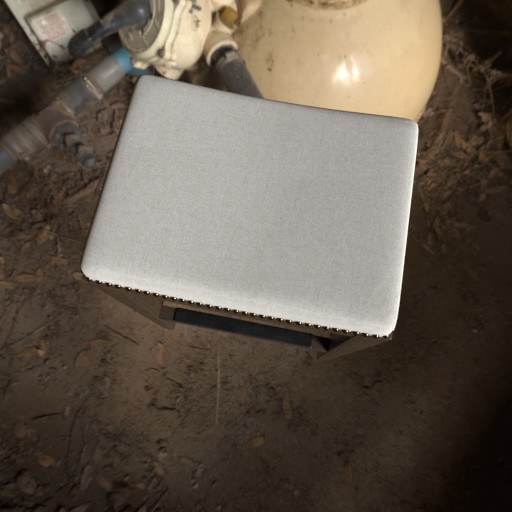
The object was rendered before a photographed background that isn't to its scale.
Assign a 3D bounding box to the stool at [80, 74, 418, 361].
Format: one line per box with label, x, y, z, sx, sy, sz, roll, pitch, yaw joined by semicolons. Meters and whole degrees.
stool;0.000;0.000;1.023;0.498;0.759;0.358;11;75;3
